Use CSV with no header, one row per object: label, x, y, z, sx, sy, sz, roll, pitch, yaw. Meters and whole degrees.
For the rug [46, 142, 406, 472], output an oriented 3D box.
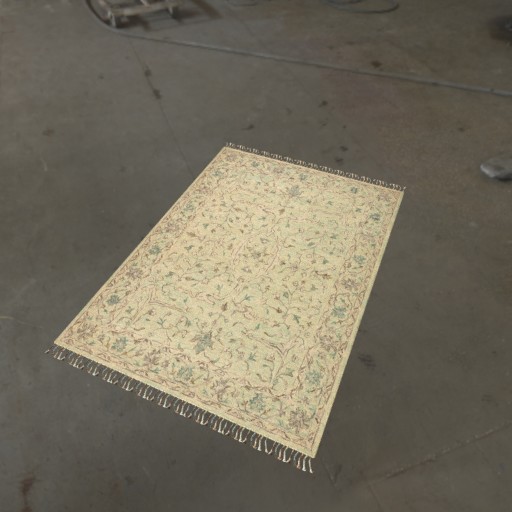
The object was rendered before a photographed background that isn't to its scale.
rug,0.000,0.000,2.326,1.247,0.008,1.802,18,50,16
